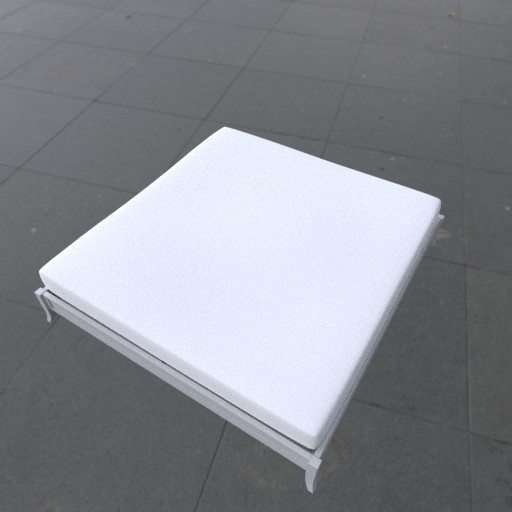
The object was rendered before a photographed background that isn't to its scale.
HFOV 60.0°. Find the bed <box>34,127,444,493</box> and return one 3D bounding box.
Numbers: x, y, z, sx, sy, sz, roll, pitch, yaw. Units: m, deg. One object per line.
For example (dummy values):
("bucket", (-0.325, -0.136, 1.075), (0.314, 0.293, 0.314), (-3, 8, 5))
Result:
("bed", (0.000, 0.000, 3.053), (2.007, 0.510, 2.108), (25, 52, 21))
